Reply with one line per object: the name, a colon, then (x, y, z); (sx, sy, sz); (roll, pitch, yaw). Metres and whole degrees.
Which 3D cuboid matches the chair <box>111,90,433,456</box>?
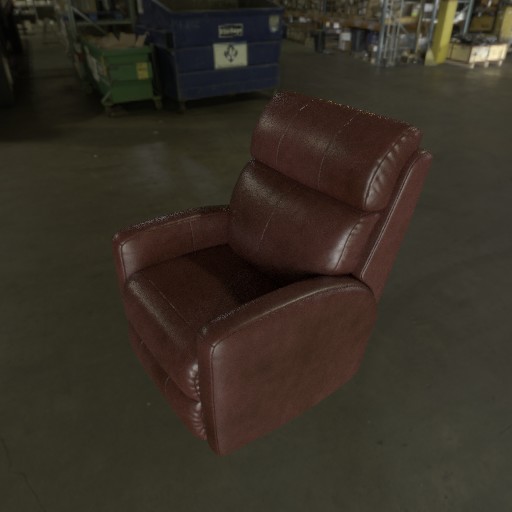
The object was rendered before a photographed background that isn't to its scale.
chair: (0.000, 0.000, 1.677); (0.939, 1.016, 0.787); (-21, 38, -30)
